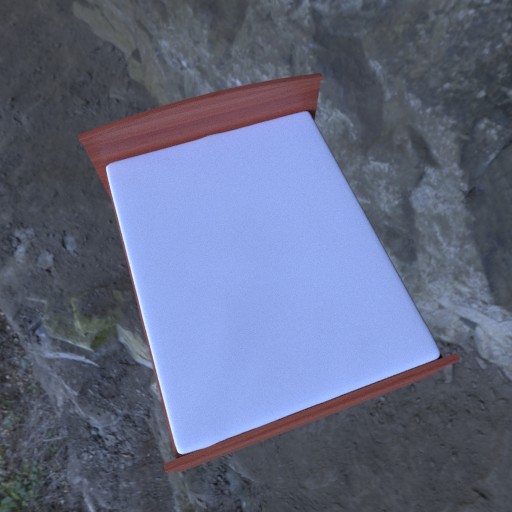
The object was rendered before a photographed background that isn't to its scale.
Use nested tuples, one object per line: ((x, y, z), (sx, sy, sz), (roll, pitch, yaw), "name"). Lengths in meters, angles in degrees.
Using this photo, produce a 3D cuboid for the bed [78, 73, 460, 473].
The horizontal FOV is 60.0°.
((0.000, 0.000, 2.837), (1.683, 0.848, 2.053), (-18, 64, -9), "bed")
